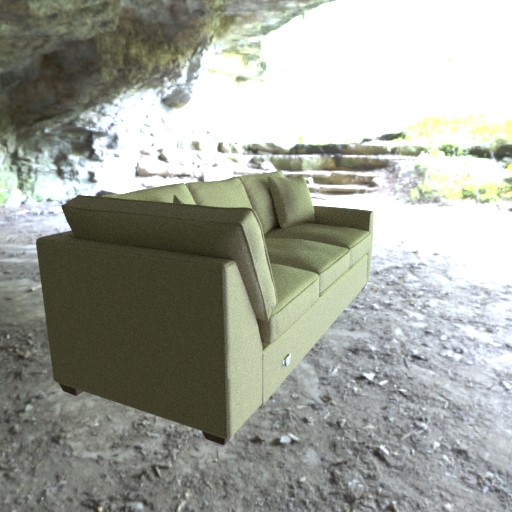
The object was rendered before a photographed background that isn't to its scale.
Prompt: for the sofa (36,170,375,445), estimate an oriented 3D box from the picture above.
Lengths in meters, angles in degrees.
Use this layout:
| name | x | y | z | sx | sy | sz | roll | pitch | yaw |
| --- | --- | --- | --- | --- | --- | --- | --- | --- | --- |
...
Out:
| name | x | y | z | sx | sy | sz | roll | pitch | yaw |
| --- | --- | --- | --- | --- | --- | --- | --- | --- | --- |
| sofa | 0.000 | 0.000 | 2.800 | 1.053 | 0.948 | 2.323 | 7 | 16 | 26 |
